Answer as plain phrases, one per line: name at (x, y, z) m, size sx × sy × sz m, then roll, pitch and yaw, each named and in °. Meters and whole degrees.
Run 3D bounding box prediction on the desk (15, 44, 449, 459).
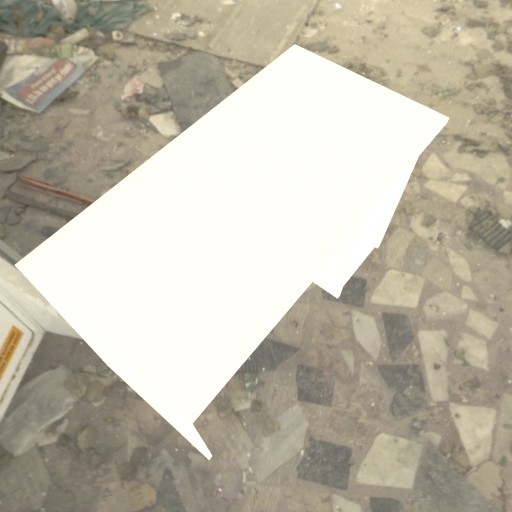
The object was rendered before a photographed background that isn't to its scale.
desk at (0.000, 0.000, 1.477) m, size 0.560 × 0.735 × 1.097 m, roll 35°, pitch 65°, yaw 19°
